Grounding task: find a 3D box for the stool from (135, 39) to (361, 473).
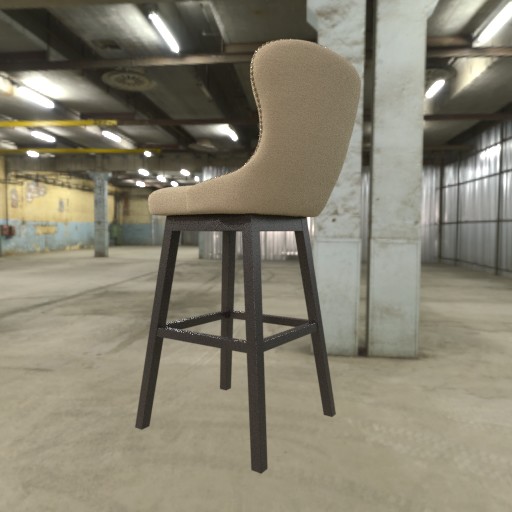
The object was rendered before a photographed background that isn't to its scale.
[{"bbox_3d":[0.000,0.000,1.364,0.605,1.066,0.528,2,3,34],"label":"stool"}]
